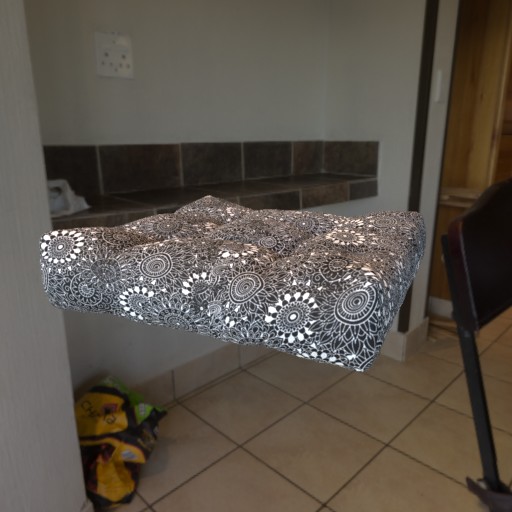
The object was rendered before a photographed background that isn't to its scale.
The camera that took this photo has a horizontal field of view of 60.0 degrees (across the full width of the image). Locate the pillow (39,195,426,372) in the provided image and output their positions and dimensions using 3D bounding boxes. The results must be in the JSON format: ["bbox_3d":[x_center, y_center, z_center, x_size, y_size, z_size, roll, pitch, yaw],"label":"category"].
[{"bbox_3d":[0.000,0.000,0.729,0.490,0.128,0.468,7,17,25],"label":"pillow"}]
